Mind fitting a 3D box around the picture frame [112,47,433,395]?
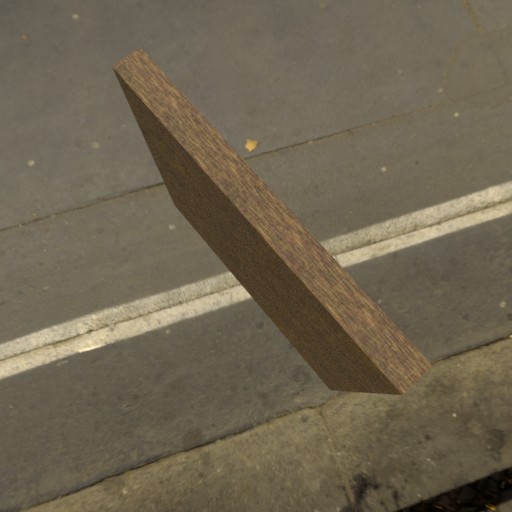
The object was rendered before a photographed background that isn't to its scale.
[{"bbox_3d":[0.000,0.000,0.531,0.033,0.330,0.378,-39,77,-10],"label":"picture frame"}]
